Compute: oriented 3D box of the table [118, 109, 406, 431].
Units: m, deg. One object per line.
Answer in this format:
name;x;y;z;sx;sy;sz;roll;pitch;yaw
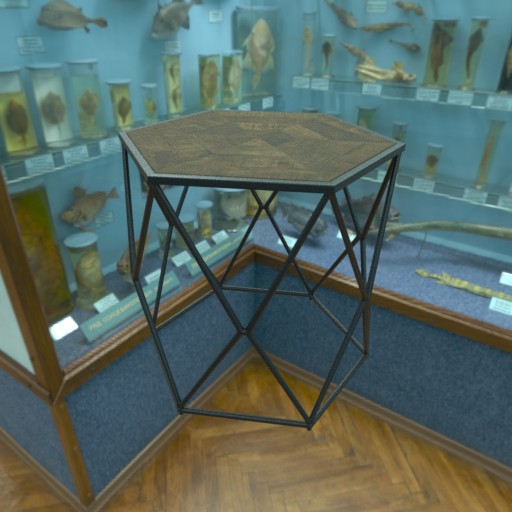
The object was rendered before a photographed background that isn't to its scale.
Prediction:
table;0.000;0.000;1.052;0.579;0.564;0.578;21;36;32
